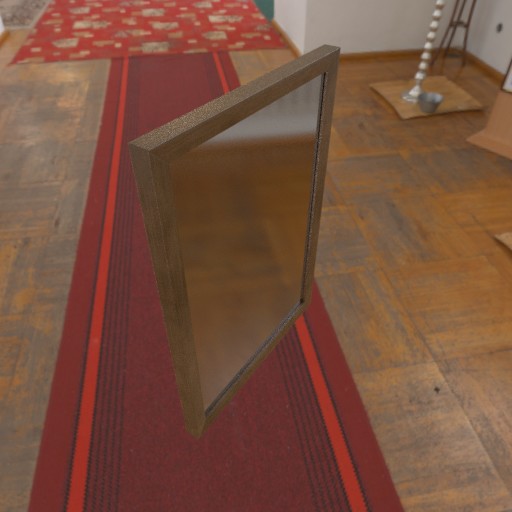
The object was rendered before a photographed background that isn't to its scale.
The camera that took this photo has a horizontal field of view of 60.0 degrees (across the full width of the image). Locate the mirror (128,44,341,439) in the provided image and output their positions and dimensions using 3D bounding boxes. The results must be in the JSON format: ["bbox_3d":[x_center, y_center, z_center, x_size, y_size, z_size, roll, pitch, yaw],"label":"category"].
[{"bbox_3d":[0.000,0.000,0.926,0.040,0.710,0.507,25,46,26],"label":"mirror"}]
